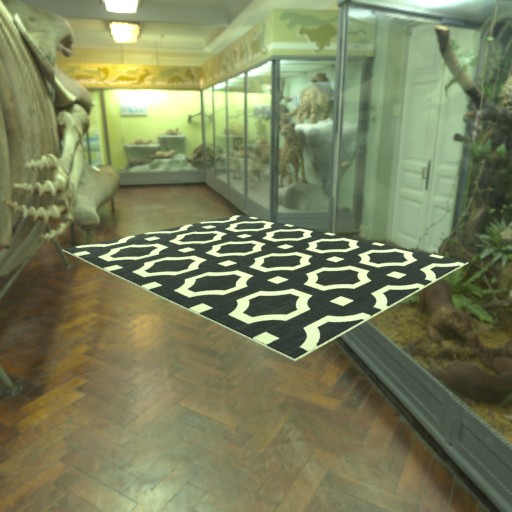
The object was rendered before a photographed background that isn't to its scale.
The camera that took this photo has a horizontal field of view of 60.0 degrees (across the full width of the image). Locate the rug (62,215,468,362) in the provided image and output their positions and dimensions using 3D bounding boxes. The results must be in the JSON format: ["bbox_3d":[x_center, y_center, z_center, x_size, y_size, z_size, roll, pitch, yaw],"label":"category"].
[{"bbox_3d":[0.000,0.000,4.258,3.049,0.021,2.466,16,23,43],"label":"rug"}]
